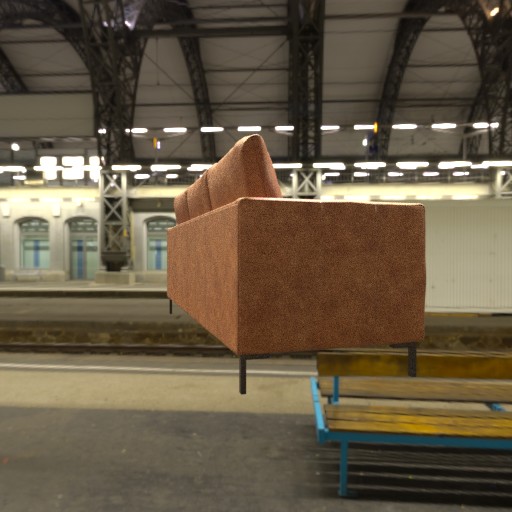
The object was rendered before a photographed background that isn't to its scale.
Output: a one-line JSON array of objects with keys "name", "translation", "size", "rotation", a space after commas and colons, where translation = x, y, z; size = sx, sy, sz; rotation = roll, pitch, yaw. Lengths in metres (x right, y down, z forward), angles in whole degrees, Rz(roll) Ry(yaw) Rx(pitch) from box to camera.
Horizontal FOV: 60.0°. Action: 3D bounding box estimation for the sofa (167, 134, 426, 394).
[{"name": "sofa", "translation": [0.000, 0.000, 2.432], "size": [0.748, 0.863, 2.029], "rotation": [0, 1, -18]}]
